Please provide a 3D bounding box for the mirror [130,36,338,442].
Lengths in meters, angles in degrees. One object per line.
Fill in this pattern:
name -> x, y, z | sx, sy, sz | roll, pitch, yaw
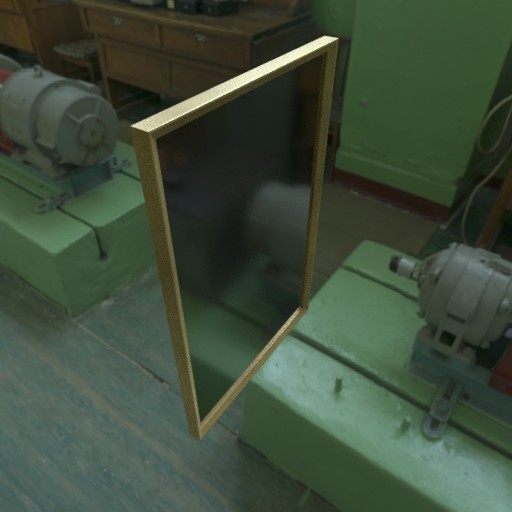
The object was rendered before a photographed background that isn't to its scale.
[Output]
mirror -> 0.000, 0.000, 1.138 | 0.041, 0.915, 0.609 | 24, 46, 26
